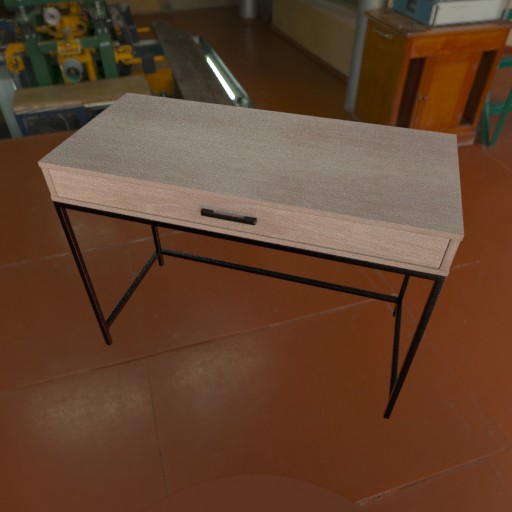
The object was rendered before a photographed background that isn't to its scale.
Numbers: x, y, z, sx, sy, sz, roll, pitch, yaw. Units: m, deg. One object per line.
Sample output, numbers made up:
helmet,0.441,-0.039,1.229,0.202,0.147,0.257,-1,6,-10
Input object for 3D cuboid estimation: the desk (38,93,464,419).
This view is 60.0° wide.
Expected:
desk,0.000,0.000,1.422,1.016,0.762,0.470,11,43,12
